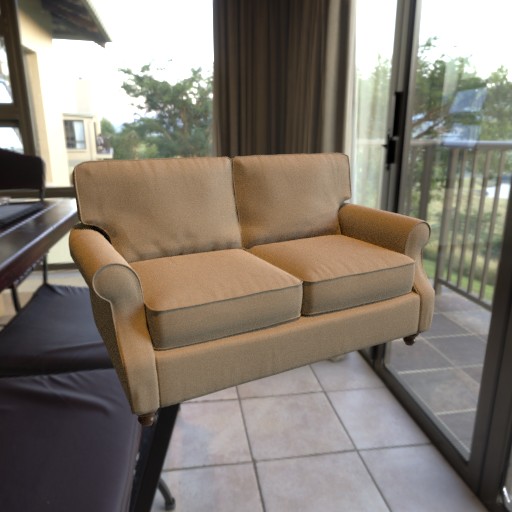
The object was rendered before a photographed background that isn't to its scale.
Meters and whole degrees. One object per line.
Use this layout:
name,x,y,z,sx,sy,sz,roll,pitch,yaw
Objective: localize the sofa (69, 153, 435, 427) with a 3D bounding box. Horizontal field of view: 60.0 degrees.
sofa,0.000,0.000,2.188,1.665,0.937,0.964,-8,18,-27
